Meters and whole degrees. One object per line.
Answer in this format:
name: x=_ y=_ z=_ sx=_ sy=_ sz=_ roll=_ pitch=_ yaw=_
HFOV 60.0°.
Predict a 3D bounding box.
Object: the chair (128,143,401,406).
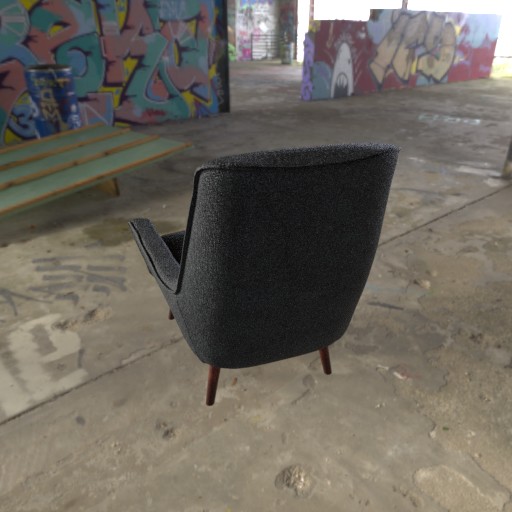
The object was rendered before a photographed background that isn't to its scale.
chair: x=0.000 y=0.000 z=1.497 sx=0.763 sy=0.883 sz=0.859 roll=-9 pitch=29 yaw=-17
